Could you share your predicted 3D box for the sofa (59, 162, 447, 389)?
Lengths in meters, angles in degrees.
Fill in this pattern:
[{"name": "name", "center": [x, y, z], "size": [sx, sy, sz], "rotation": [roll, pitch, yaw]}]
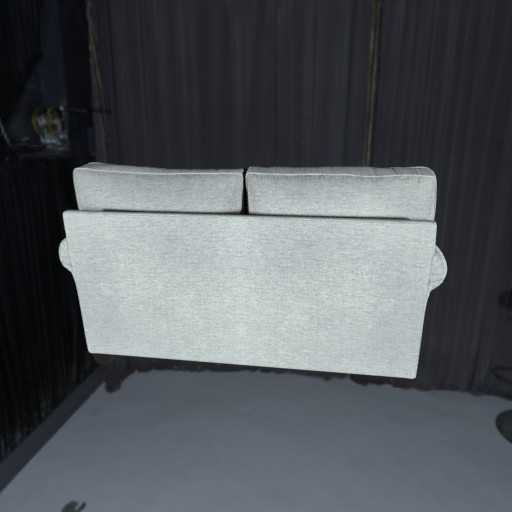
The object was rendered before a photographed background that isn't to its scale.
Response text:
[{"name": "sofa", "center": [0.000, 0.000, 2.305], "size": [1.701, 0.966, 0.966], "rotation": [2, 16, 9]}]
